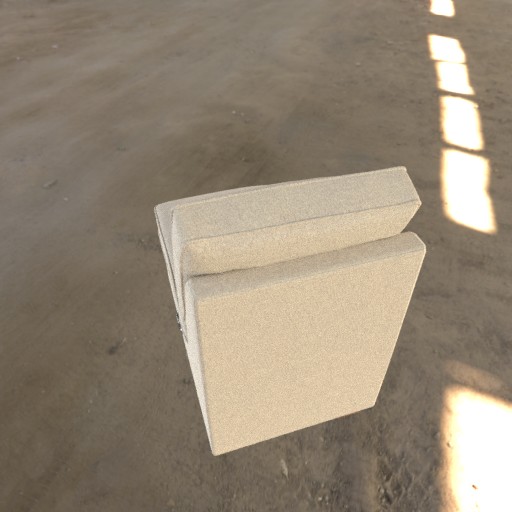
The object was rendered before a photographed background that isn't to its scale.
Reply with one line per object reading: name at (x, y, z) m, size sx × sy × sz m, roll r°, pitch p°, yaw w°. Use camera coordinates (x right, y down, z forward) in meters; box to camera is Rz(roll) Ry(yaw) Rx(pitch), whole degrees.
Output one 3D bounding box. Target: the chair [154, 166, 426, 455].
chair at (0.000, 0.000, 1.585) m, size 0.621 × 0.970 × 0.938 m, roll -12°, pitch 42°, yaw -14°
